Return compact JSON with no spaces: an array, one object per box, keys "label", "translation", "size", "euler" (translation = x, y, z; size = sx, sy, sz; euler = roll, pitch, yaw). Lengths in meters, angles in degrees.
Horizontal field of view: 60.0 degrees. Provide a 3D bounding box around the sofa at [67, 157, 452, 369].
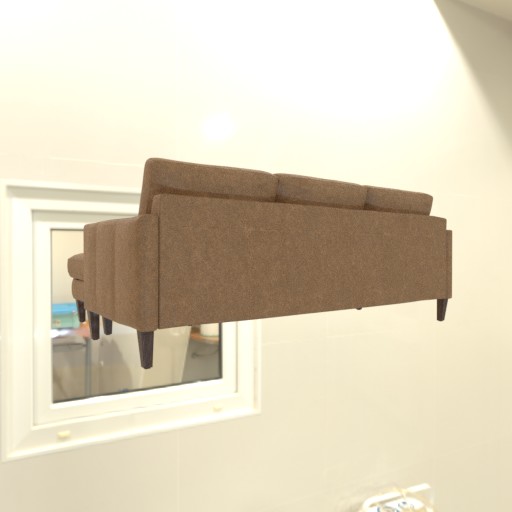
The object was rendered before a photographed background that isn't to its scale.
[{"label":"sofa","translation":[0.000,0.000,2.931],"size":[2.178,0.876,1.506],"euler":[0,1,-36]}]
